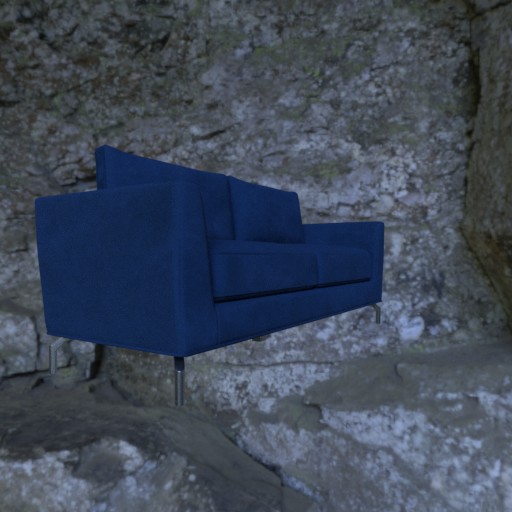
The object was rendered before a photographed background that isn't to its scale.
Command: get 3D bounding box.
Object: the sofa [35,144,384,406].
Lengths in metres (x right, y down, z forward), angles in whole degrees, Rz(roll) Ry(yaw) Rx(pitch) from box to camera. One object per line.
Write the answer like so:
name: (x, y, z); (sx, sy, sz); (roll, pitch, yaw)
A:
sofa: (0.000, 0.000, 2.590); (0.853, 0.998, 2.212); (0, 0, 33)
